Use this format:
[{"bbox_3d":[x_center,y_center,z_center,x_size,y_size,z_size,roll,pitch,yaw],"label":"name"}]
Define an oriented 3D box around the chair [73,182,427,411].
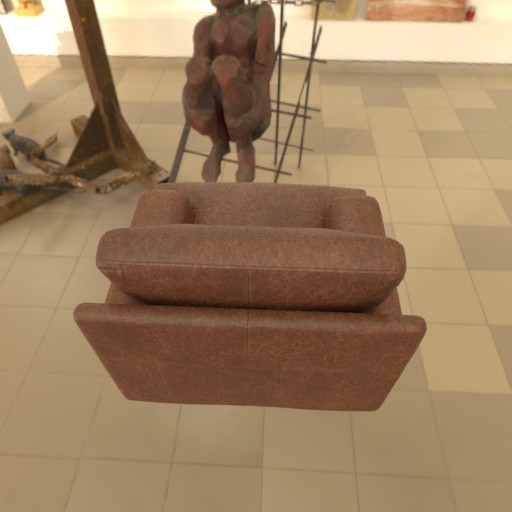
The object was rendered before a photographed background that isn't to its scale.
[{"bbox_3d":[0.000,0.000,1.964,1.168,0.939,1.143,2,47,2],"label":"chair"}]
